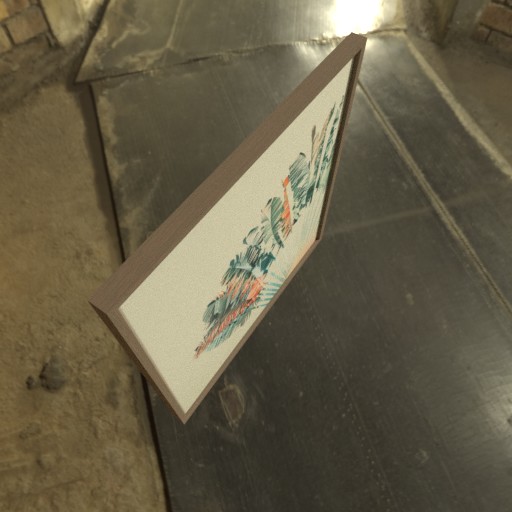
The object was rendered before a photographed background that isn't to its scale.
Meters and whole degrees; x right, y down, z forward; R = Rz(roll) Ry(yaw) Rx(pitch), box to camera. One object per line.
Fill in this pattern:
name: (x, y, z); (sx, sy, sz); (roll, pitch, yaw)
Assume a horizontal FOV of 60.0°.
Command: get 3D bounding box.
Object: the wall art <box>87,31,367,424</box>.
wall art: (0.000, 0.000, 1.091); (0.038, 0.758, 0.761); (31, 63, 17)
